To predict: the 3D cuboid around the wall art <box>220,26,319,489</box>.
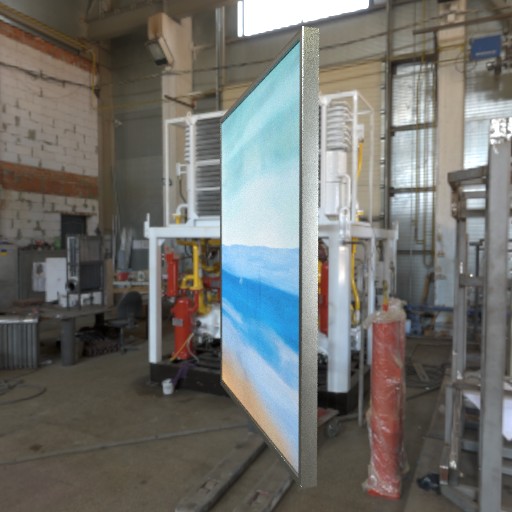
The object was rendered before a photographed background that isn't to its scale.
[{"bbox_3d":[0.000,0.000,1.404,0.041,1.062,0.803,-1,2,-18],"label":"wall art"}]
